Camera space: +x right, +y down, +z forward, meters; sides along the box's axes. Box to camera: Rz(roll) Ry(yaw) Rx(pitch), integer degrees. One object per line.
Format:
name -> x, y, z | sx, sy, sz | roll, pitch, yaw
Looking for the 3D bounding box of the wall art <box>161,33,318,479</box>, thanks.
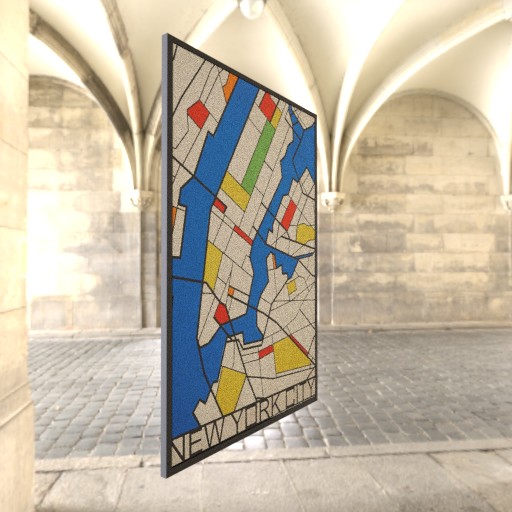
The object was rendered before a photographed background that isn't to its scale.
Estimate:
wall art -> 0.000, 0.000, 0.840 | 0.013, 0.657, 0.457 | -1, -1, 37
